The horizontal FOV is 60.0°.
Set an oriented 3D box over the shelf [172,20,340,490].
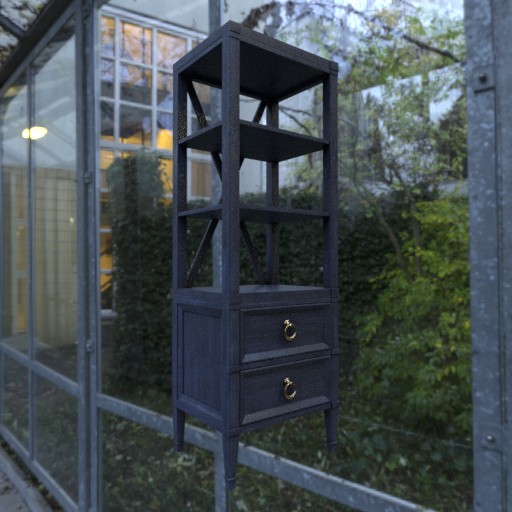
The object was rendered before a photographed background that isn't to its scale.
[{"bbox_3d":[0.000,0.000,1.974,0.584,1.727,0.472,1,-1,-37],"label":"shelf"}]
